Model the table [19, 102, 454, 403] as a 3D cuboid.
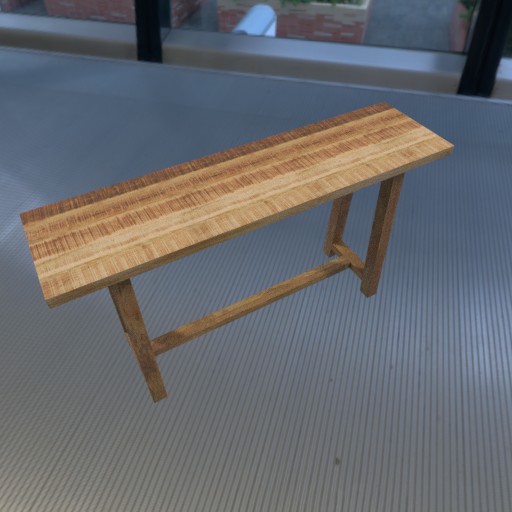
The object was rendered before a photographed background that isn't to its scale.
[{"bbox_3d":[0.000,0.000,1.858,1.524,0.810,0.405,-22,50,-20],"label":"table"}]
